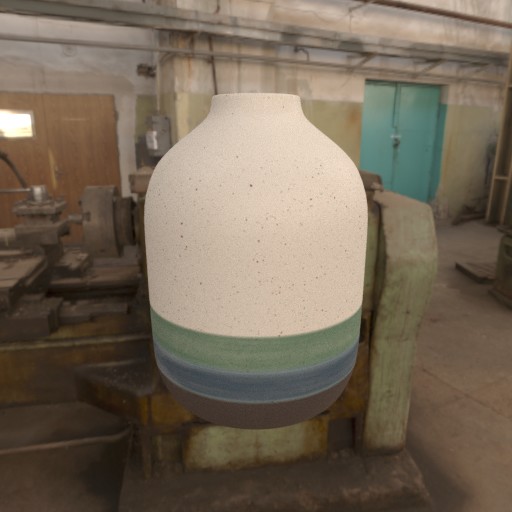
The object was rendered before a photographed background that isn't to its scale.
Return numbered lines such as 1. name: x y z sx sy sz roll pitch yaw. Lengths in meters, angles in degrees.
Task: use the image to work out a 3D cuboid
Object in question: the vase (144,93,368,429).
1. vase: 0.000 0.000 0.354 0.169 0.240 0.169 0 16 0
